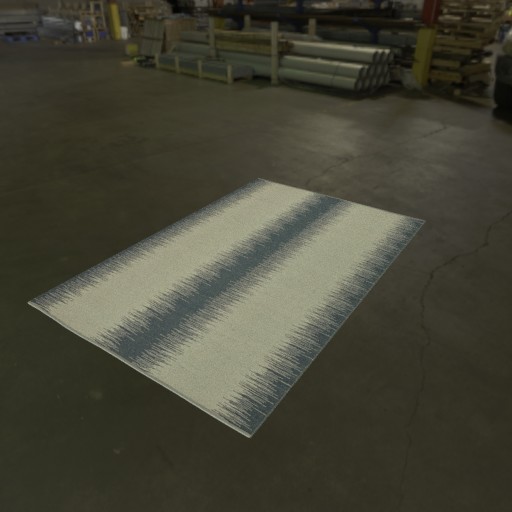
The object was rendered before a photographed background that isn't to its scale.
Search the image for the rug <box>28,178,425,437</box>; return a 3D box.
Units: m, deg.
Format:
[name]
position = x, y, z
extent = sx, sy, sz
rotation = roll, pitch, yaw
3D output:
[rug]
position = 0.000, 0.000, 2.347
extent = 1.234, 0.006, 1.854
rotation = 20, 37, 29
